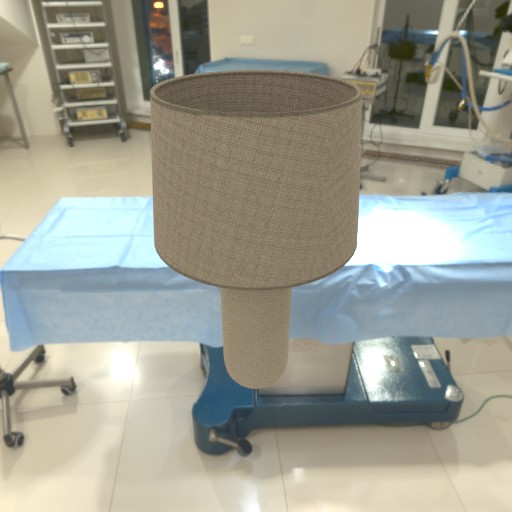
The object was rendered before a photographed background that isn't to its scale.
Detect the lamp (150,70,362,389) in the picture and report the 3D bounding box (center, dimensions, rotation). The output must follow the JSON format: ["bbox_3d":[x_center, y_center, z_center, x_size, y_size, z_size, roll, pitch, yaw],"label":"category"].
[{"bbox_3d":[0.000,0.000,0.840,0.367,0.609,0.367,0,32,0],"label":"lamp"}]
